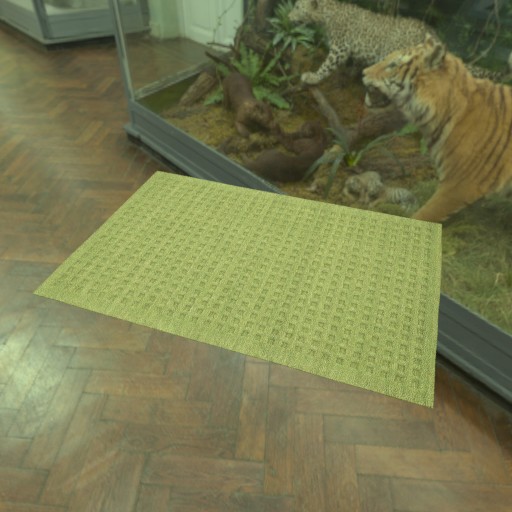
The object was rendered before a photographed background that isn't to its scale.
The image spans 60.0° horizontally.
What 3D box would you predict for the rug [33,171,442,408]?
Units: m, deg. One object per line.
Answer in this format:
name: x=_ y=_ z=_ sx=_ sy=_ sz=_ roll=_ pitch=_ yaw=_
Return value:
rug: x=0.000 y=0.000 z=2.903 sx=2.297 sy=0.007 sz=1.529 roll=13 pitch=42 yaw=14
